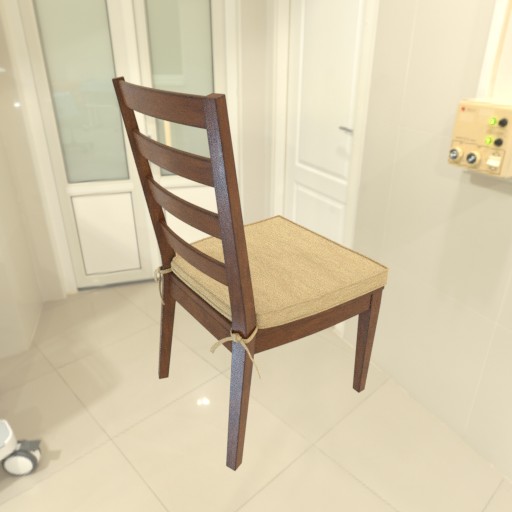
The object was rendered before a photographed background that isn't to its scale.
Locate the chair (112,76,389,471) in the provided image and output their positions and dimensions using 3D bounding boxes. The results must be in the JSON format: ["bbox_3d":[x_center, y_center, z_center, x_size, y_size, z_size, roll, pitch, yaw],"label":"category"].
[{"bbox_3d":[0.000,0.000,1.309,0.595,0.979,0.593,-18,32,-32],"label":"chair"}]
